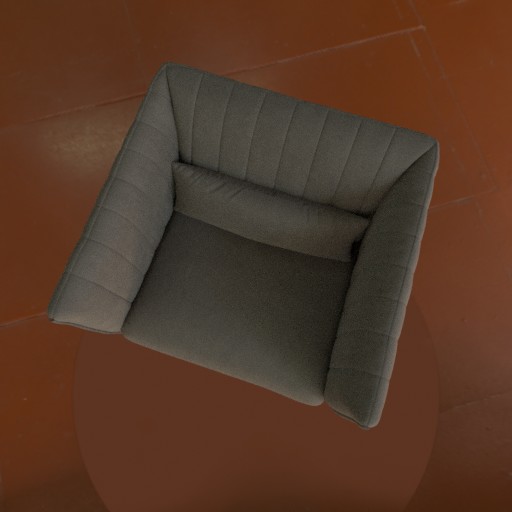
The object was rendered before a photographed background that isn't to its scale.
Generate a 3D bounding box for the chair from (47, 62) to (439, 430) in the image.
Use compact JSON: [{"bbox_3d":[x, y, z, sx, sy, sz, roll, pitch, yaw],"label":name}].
[{"bbox_3d":[0.000,0.000,1.604,0.981,0.779,0.873,18,76,5],"label":"chair"}]
